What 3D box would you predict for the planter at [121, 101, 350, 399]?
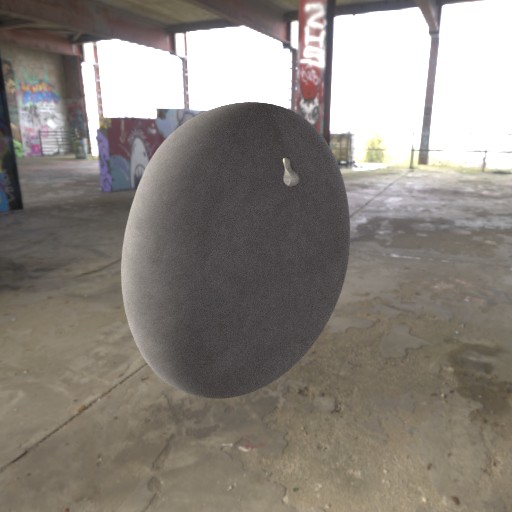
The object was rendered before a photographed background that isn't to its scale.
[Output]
[{"bbox_3d":[0.000,0.000,0.285,0.185,0.188,0.071,-16,23,-42],"label":"planter"}]
